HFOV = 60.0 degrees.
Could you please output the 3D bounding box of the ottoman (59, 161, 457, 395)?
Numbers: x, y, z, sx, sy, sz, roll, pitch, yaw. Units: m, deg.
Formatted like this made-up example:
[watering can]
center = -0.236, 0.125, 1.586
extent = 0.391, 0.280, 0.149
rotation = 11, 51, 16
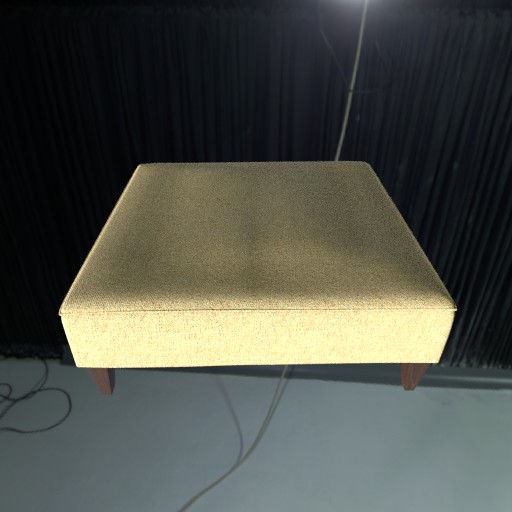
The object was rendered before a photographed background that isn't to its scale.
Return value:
[ottoman]
center = 0.000, 0.000, 1.551
extent = 0.981, 0.378, 0.970
rotation = -1, 33, -1
